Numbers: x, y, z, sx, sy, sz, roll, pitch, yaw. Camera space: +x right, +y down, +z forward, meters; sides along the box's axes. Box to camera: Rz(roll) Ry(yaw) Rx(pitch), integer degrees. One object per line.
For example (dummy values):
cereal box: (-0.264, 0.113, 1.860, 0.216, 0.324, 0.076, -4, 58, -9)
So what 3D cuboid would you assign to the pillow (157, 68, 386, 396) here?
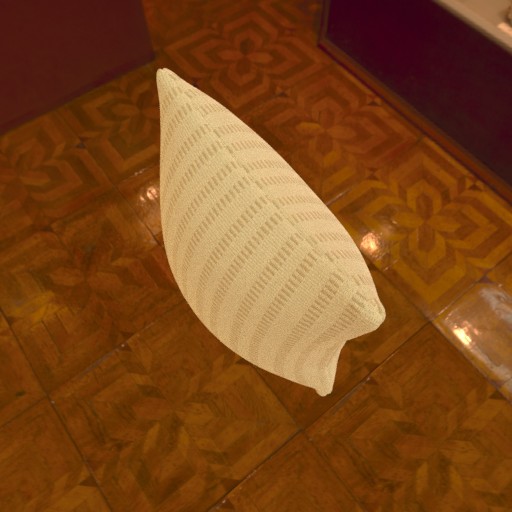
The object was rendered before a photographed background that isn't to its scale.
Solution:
pillow: (0.000, 0.000, 0.693, 0.247, 0.419, 0.438, -33, 68, -15)
